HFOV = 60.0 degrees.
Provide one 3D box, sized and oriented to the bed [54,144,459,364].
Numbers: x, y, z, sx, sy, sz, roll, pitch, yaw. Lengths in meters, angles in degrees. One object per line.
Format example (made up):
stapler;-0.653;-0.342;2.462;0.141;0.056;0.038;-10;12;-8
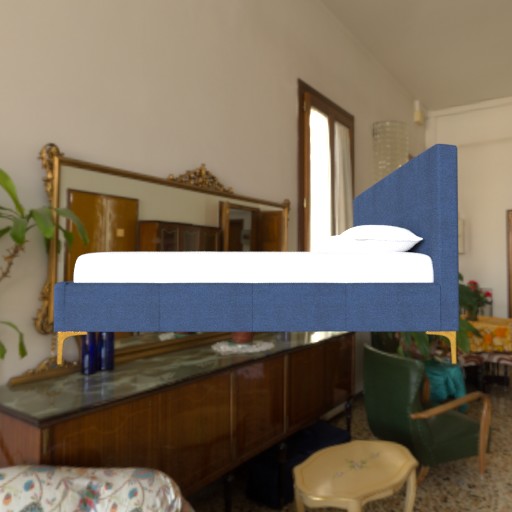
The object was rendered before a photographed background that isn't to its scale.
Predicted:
bed;0.000;0.000;3.472;2.232;1.231;2.096;0;-1;0
